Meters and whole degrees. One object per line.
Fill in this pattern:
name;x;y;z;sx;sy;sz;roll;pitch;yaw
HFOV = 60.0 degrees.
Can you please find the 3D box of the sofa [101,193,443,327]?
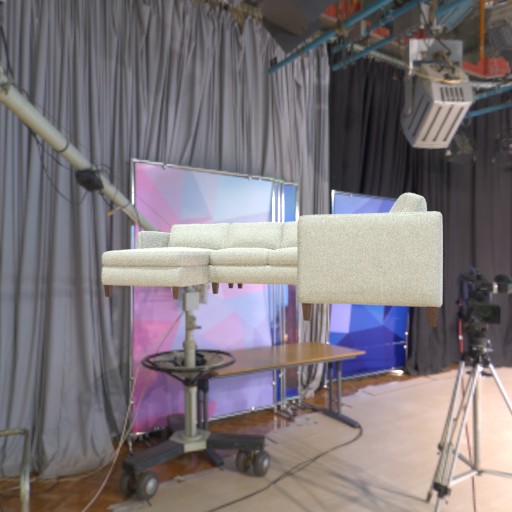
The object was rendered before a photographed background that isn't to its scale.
sofa;0.000;0.000;4.367;3.238;0.853;2.551;0;0;19
